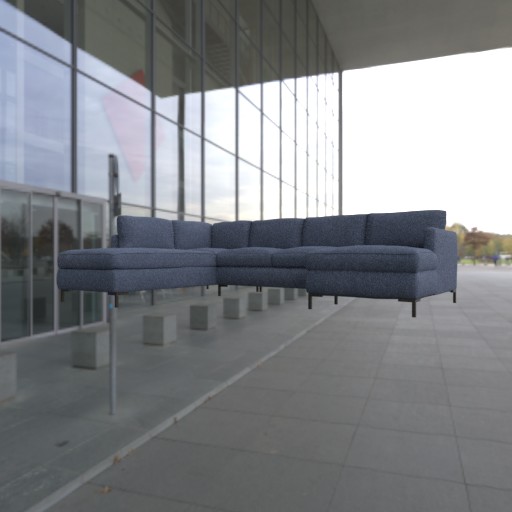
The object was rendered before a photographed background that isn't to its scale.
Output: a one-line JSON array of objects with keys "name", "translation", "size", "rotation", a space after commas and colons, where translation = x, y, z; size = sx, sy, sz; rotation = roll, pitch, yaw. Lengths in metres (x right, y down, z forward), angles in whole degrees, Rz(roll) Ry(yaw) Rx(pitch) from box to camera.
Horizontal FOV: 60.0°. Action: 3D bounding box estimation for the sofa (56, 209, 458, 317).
[{"name": "sofa", "translation": [0.000, 0.000, 3.880], "size": [2.956, 0.813, 2.007], "rotation": [0, 0, 35]}]
